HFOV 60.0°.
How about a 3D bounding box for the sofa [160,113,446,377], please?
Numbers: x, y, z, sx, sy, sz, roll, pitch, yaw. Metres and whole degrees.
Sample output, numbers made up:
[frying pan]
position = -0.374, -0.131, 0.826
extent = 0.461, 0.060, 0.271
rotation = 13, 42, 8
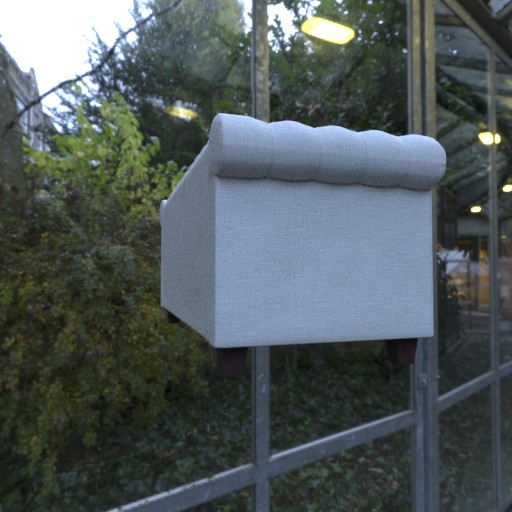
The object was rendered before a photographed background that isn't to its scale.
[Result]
[sofa]
position = 0.000, 0.000, 2.179
extent = 0.783, 0.797, 1.798
rotation = 1, -2, -17
